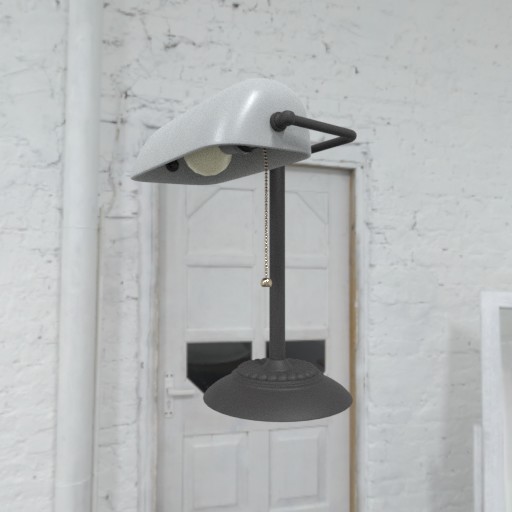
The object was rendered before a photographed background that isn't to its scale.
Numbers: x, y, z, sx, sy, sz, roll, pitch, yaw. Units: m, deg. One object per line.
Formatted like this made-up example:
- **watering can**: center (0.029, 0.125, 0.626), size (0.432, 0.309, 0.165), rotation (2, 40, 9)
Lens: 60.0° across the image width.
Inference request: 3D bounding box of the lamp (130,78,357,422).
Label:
- **lamp**: center (0.000, 0.000, 0.521), size (0.243, 0.339, 0.264), rotation (1, -1, -36)
